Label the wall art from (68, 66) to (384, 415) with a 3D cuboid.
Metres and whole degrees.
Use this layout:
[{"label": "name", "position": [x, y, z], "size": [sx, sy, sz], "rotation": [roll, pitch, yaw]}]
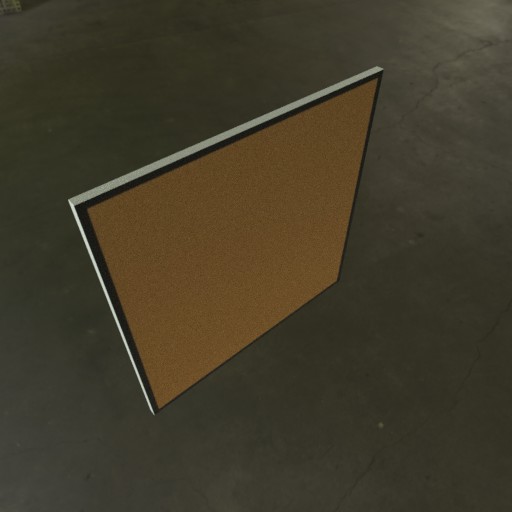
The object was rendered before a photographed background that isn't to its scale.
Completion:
[{"label": "wall art", "position": [0.000, 0.000, 1.206], "size": [0.805, 0.803, 0.022], "rotation": [-31, 54, -26]}]
